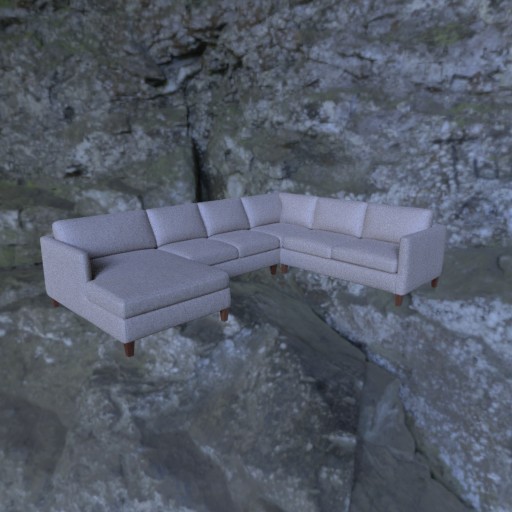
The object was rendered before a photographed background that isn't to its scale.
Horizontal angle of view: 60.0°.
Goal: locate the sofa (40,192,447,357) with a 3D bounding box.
[{"bbox_3d":[0.000,0.000,4.577,3.403,0.889,2.551,-14,21,-43],"label":"sofa"}]
